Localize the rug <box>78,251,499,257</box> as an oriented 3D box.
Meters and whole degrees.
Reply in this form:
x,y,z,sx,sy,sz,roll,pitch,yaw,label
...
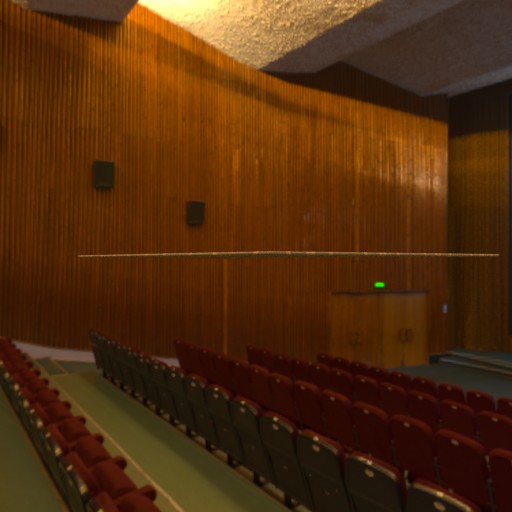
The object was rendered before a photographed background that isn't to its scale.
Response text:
x,y,z,sx,sy,sz,roll,pitch,yaw,label
0.000,0.000,2.586,1.451,0.010,2.080,0,0,-37,rug
